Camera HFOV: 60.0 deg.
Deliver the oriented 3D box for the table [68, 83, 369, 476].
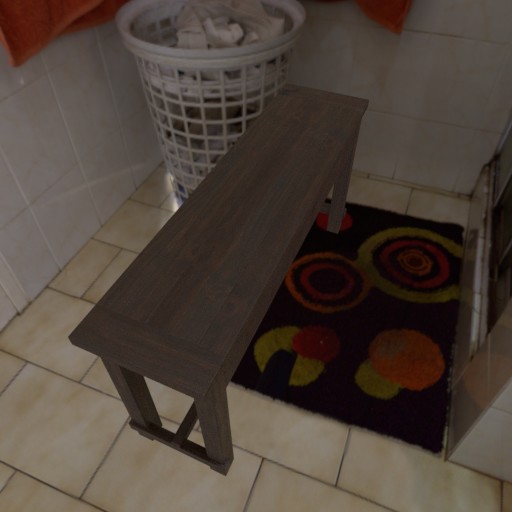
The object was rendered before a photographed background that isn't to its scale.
[{"bbox_3d":[0.000,0.000,1.898,0.442,0.762,1.599,18,49,16],"label":"table"}]
